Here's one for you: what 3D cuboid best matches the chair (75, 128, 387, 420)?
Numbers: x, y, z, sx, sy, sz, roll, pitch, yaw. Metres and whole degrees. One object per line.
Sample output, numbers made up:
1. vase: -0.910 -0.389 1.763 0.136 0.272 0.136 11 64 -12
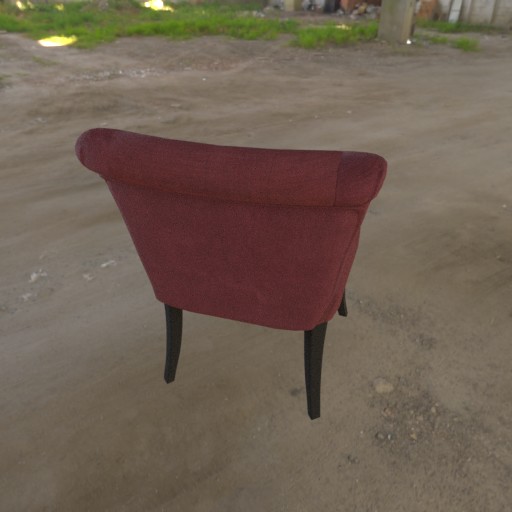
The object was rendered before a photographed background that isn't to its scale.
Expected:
1. chair: 0.000 0.000 1.164 0.582 0.750 0.605 9 33 14
